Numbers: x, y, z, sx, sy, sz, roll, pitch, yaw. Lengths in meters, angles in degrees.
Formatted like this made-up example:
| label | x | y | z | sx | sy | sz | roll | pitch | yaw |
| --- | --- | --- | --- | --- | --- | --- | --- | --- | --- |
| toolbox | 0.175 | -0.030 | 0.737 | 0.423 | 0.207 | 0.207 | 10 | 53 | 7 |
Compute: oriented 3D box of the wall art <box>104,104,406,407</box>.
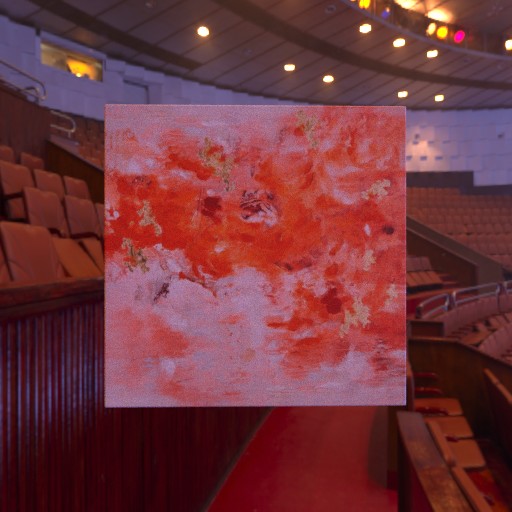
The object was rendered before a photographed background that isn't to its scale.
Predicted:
| label | x | y | z | sx | sy | sz | roll | pitch | yaw |
| --- | --- | --- | --- | --- | --- | --- | --- | --- | --- |
| wall art | 0.000 | 0.000 | 1.127 | 0.747 | 0.746 | 0.064 | 0 | 0 | -1 |
